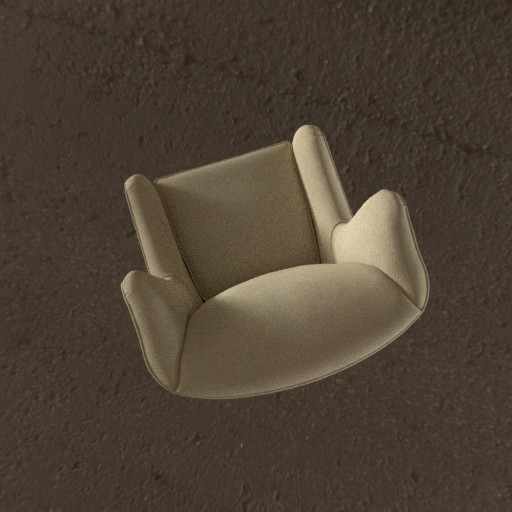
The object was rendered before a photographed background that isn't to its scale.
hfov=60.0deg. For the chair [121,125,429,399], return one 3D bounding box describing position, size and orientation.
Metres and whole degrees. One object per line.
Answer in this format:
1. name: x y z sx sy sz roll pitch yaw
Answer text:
1. chair: 0.000 0.000 1.736 0.838 1.040 0.966 -17 77 -4
